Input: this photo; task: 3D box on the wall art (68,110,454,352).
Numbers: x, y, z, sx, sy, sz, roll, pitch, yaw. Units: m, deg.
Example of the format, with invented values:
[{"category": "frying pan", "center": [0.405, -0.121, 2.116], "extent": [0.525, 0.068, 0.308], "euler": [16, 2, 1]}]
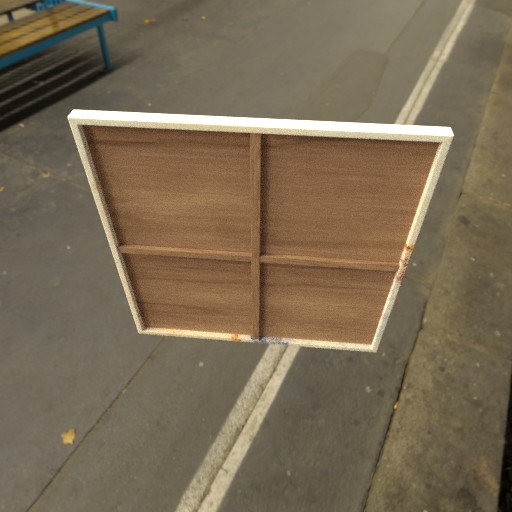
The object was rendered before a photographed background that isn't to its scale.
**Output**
[{"category": "wall art", "center": [0.000, 0.000, 1.344], "extent": [0.889, 0.889, 0.038], "euler": [4, 46, 4]}]
